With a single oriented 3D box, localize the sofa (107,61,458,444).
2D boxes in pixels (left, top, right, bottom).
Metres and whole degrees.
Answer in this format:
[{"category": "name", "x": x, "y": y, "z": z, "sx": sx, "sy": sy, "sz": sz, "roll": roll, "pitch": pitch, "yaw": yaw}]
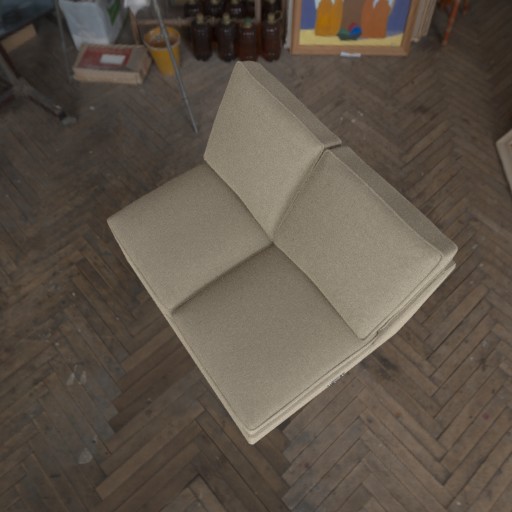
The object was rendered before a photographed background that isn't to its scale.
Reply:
[{"category": "sofa", "x": 0.000, "y": 0.000, "z": 2.021, "sx": 0.951, "sy": 1.008, "sz": 1.237, "roll": -33, "pitch": 67, "yaw": -16}]
